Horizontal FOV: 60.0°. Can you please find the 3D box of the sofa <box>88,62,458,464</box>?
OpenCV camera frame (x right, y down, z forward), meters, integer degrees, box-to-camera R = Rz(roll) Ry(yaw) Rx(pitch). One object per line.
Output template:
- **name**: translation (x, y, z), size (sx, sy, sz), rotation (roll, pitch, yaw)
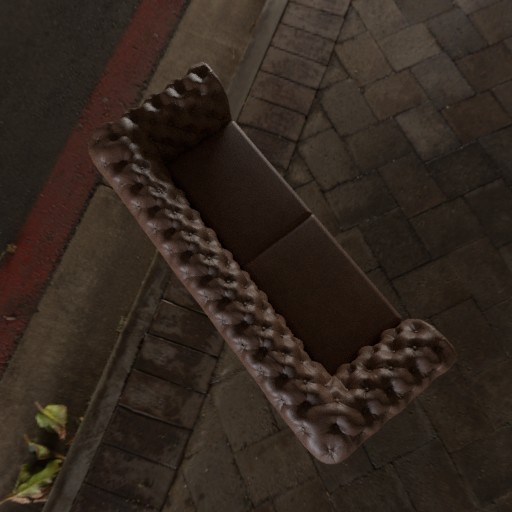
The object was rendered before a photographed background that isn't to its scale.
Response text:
- **sofa**: translation (0.000, 0.000, 2.822), size (0.944, 0.783, 2.385), rotation (-37, 78, -9)
